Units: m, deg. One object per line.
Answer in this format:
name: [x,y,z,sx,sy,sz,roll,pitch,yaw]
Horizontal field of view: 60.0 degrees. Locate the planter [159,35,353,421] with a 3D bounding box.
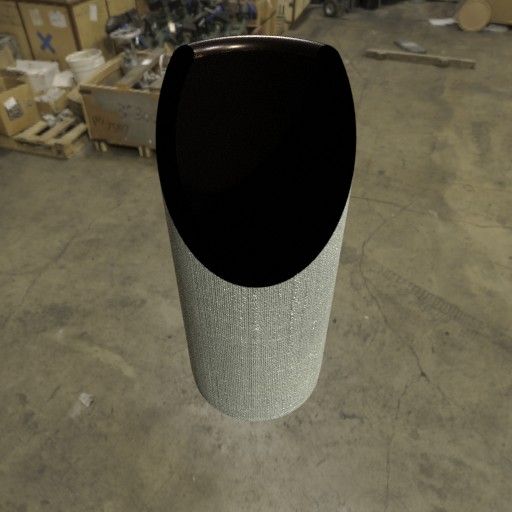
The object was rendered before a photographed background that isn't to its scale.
planter: [0.000,0.000,0.124,0.045,0.103,0.045,12,43,13]
